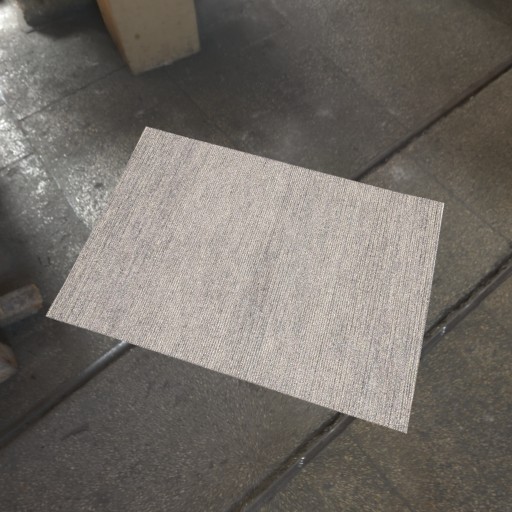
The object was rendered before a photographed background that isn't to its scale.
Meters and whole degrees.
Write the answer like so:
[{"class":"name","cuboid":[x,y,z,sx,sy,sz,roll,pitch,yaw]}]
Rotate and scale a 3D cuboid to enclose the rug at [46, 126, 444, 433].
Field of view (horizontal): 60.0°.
[{"class":"rug","cuboid":[0.000,0.000,2.972,2.307,0.030,1.604,16,66,7]}]
